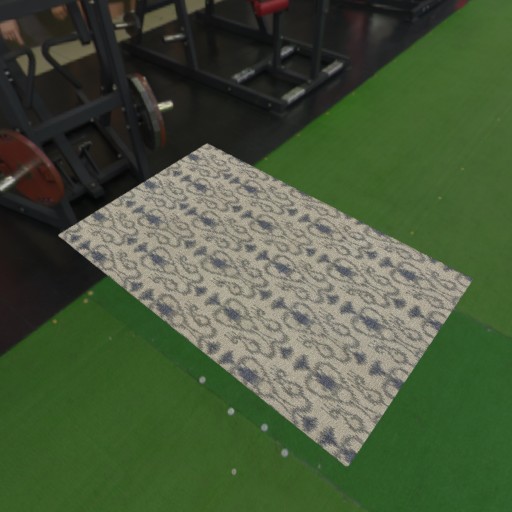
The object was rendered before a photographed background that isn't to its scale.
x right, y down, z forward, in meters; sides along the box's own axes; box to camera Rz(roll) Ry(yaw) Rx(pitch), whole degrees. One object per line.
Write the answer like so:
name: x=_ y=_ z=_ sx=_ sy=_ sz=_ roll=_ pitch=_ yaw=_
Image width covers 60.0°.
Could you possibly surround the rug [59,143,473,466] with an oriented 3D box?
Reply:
rug: x=0.000 y=0.000 z=2.062 sx=1.652 sy=0.006 sz=1.035 roll=32 pitch=55 yaw=26
